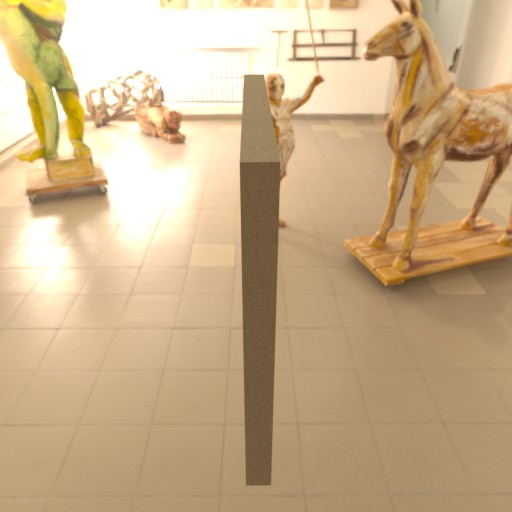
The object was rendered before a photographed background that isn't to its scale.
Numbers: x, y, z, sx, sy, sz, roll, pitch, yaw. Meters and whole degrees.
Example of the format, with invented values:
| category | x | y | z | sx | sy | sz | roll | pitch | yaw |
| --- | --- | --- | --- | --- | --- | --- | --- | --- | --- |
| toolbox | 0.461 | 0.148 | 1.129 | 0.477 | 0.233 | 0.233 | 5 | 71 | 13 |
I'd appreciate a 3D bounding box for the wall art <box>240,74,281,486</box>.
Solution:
| category | x | y | z | sx | sy | sz | roll | pitch | yaw |
| --- | --- | --- | --- | --- | --- | --- | --- | --- | --- |
| wall art | 0.000 | 0.000 | 0.760 | 0.038 | 0.506 | 0.508 | 0 | 31 | -1 |
